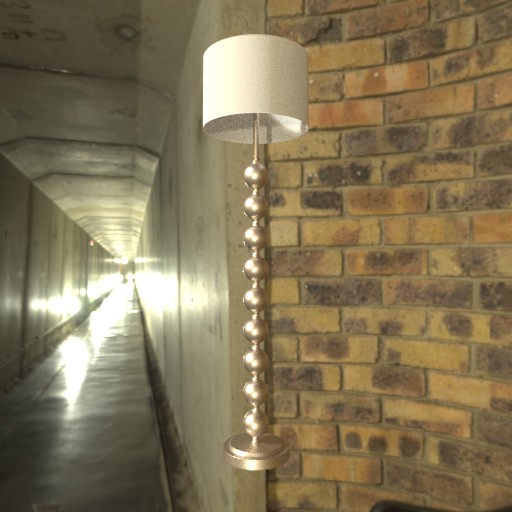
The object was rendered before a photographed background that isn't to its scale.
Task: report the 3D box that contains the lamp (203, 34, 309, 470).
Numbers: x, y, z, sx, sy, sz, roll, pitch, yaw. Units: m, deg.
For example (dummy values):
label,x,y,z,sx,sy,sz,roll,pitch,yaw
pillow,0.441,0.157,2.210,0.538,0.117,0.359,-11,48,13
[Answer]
label,x,y,z,sx,sy,sz,roll,pitch,yaw
lamp,0.000,0.000,1.653,0.394,1.474,0.394,0,-1,37
